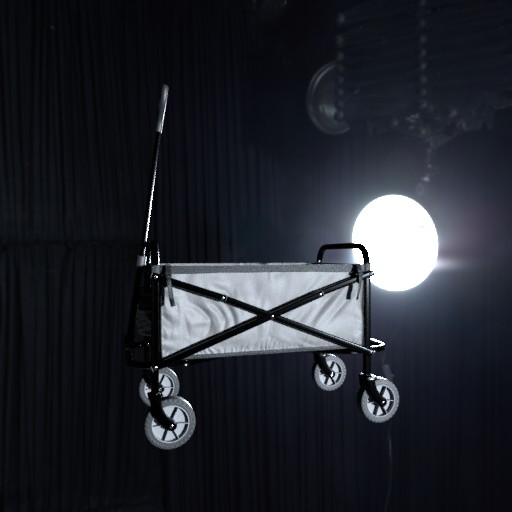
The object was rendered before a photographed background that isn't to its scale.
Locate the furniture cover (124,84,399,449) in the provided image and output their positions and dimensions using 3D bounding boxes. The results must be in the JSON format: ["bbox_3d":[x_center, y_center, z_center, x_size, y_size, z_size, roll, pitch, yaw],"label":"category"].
[{"bbox_3d":[0.000,0.000,1.815,1.038,1.295,0.532,0,0,-17],"label":"furniture cover"}]
